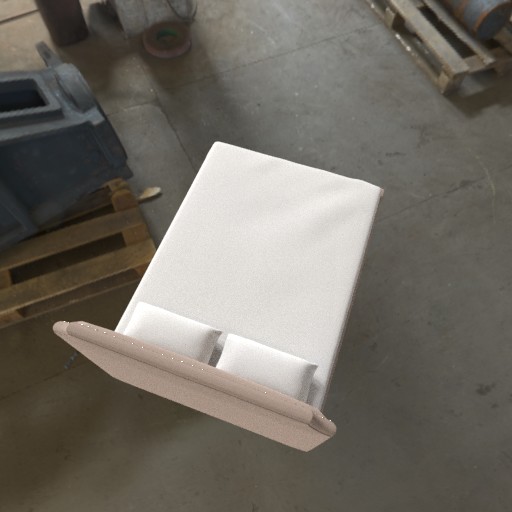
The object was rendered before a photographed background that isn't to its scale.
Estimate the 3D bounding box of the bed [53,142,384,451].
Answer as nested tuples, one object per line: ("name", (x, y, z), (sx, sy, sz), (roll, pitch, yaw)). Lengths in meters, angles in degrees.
("bed", (0.000, 0.000, 3.477), (1.713, 1.443, 2.372), (18, 64, 9))
